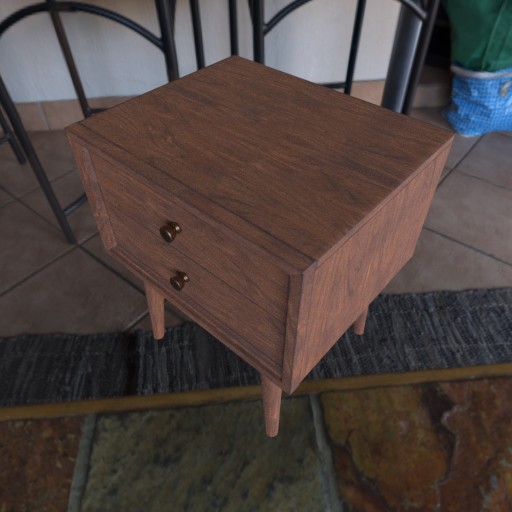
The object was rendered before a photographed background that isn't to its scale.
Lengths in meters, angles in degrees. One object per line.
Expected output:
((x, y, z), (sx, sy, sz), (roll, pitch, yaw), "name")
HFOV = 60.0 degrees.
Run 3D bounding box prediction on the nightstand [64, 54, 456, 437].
((0.000, 0.000, 0.975), (0.521, 0.607, 0.445), (32, 53, 28), "nightstand")
